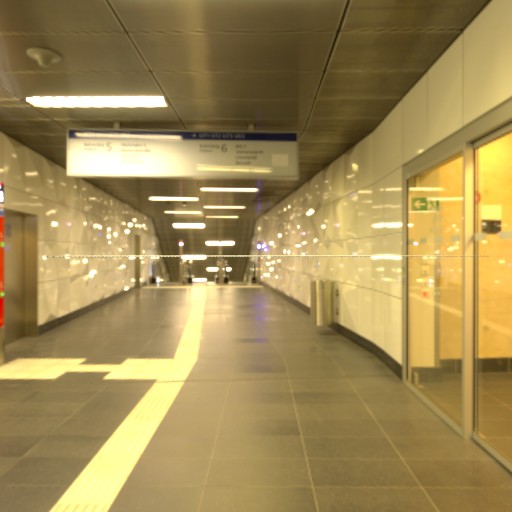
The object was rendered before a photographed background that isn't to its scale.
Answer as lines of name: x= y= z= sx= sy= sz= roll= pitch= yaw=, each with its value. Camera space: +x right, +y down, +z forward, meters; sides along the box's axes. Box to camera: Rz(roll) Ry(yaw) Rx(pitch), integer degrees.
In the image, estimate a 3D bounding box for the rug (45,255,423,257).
rug: x=0.000 y=0.000 z=2.273 sx=1.835 sy=0.003 sz=1.206 roll=0 pitch=0 yaw=-19
